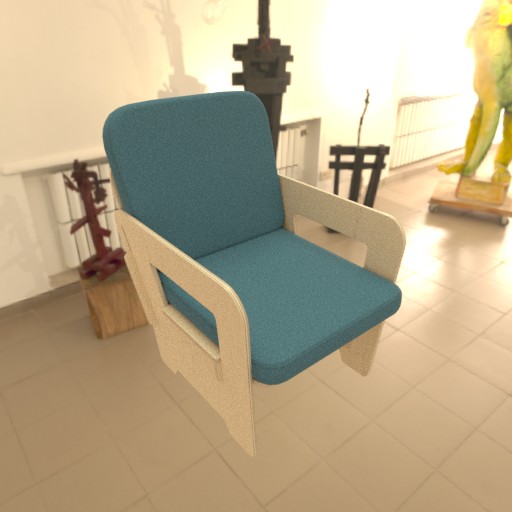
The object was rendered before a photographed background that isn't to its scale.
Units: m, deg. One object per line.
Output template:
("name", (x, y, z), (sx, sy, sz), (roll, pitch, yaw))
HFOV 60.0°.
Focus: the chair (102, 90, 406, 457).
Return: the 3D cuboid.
("chair", (0.000, 0.000, 1.182), (0.547, 0.747, 0.657), (-21, 35, -34))
